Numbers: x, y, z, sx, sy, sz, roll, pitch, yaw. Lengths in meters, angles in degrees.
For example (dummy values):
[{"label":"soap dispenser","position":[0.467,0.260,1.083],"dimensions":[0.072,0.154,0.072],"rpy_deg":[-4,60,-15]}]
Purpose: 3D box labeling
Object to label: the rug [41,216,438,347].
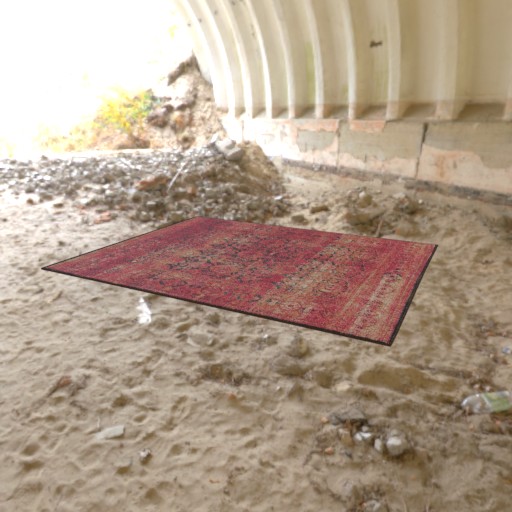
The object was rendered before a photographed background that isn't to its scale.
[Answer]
[{"label":"rug","position":[0.000,0.000,4.256],"dimensions":[3.032,0.020,2.411],"rpy_deg":[9,19,26]}]
